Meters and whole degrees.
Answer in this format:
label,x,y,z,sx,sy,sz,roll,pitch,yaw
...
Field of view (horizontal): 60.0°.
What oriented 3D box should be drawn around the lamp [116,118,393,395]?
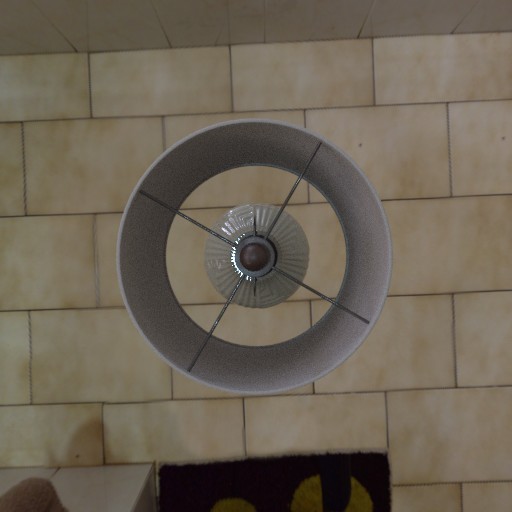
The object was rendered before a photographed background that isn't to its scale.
label,x,y,z,sx,sy,sz,roll,pitch,yaw
lamp,0.000,0.000,0.756,0.318,0.567,0.318,0,90,0
